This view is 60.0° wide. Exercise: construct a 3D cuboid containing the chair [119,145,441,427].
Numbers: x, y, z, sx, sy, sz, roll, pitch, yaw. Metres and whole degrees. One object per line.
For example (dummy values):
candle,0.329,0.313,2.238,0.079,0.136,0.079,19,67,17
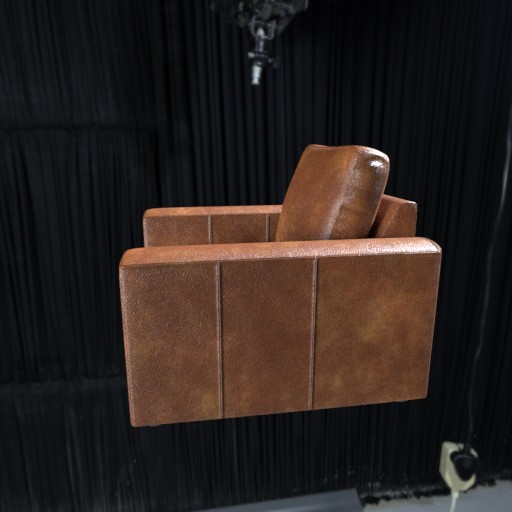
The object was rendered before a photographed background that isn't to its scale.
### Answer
chair,0.000,0.000,1.800,1.016,0.873,1.005,-2,15,-9
